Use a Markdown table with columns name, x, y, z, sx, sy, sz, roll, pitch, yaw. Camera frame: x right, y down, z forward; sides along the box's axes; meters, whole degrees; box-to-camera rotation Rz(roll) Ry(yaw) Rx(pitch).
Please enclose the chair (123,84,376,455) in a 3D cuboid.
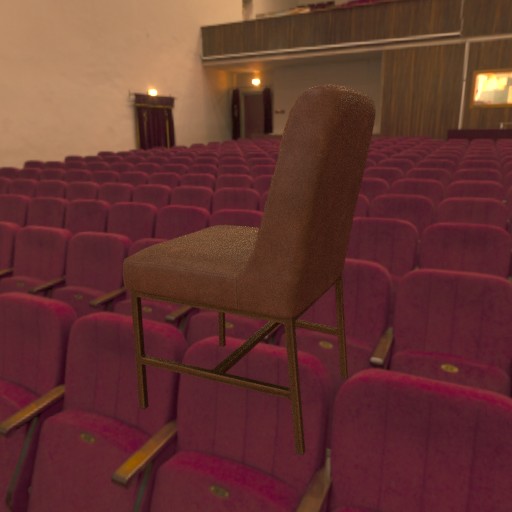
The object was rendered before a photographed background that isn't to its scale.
| name | x | y | z | sx | sy | sz | roll | pitch | yaw |
| --- | --- | --- | --- | --- | --- | --- | --- | --- | --- |
| chair | 0.000 | 0.000 | 1.300 | 0.587 | 0.889 | 0.508 | 7 | 16 | 26 |
